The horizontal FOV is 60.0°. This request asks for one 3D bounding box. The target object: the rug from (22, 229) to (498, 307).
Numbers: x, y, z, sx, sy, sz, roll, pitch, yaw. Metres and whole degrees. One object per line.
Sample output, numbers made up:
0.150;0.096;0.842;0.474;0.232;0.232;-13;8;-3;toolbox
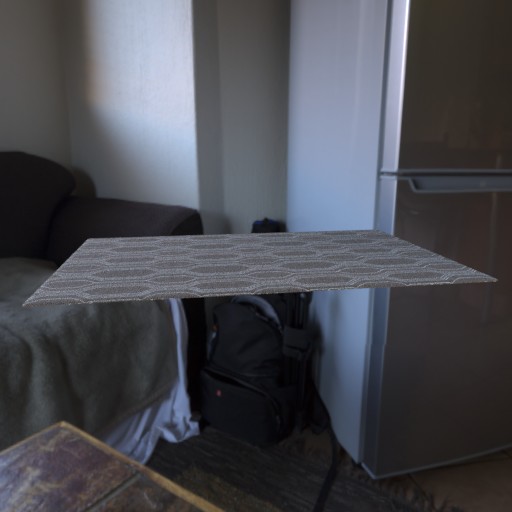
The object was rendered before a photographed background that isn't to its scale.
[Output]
0.000;0.000;2.983;2.457;0.012;1.541;-2;14;-9;rug
